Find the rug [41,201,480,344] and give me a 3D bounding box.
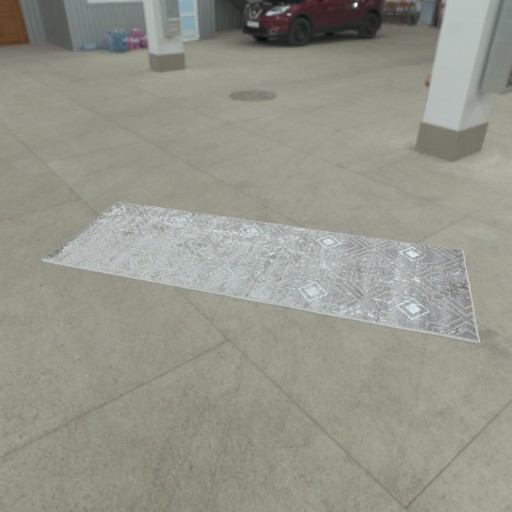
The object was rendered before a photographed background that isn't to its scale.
[{"bbox_3d":[0.000,0.000,2.644,2.381,0.035,0.832,9,34,14],"label":"rug"}]
